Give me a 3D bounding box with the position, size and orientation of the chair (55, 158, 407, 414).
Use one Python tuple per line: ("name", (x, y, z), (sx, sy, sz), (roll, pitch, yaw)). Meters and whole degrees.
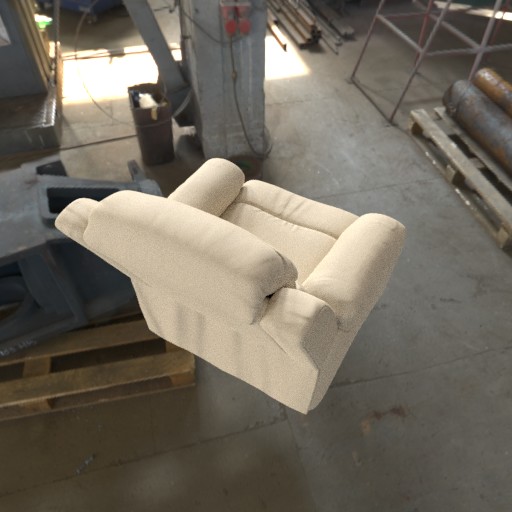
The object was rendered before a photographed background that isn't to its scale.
("chair", (0.000, 0.000, 1.227), (0.680, 0.702, 0.709), (23, 51, 20))
